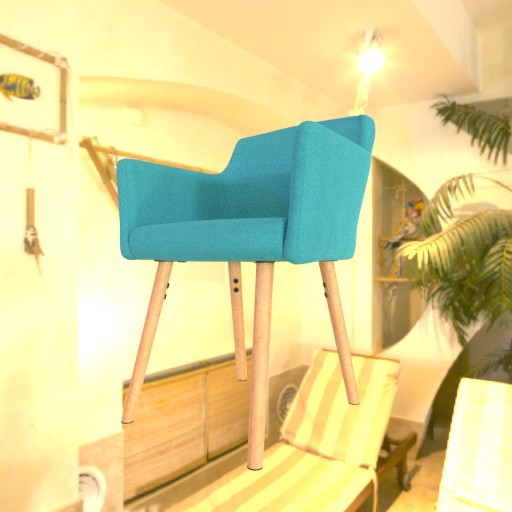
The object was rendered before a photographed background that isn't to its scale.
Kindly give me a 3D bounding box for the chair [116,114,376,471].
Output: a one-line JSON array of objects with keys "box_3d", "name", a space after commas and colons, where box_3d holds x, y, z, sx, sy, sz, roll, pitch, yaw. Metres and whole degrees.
[{"box_3d": [0.000, 0.000, 1.135, 0.570, 0.780, 0.540, 0, 0, 36], "name": "chair"}]
